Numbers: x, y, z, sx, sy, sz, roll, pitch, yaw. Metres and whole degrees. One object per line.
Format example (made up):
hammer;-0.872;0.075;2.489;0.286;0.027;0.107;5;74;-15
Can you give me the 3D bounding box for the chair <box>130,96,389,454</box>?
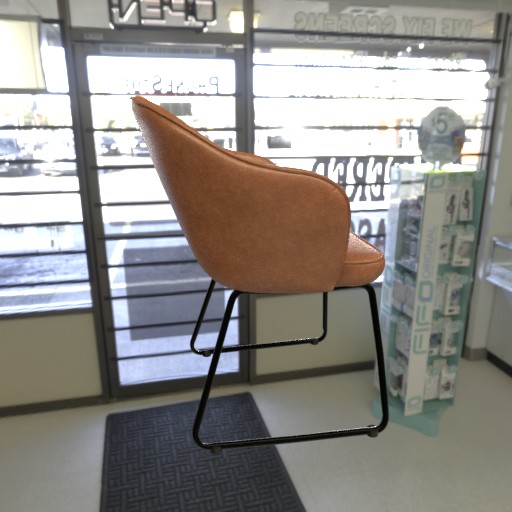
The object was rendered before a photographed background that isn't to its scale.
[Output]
chair;0.000;0.000;1.162;0.580;0.785;0.582;-3;16;-10
